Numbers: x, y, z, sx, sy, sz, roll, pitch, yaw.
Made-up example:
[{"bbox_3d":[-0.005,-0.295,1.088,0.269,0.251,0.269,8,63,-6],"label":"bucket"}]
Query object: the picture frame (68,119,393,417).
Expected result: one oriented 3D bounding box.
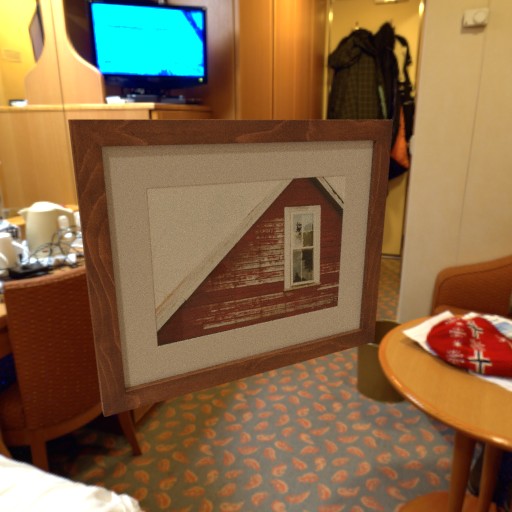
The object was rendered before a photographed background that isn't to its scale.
[{"bbox_3d":[0.000,0.000,0.778,0.559,0.457,0.025,-8,19,-26],"label":"picture frame"}]
